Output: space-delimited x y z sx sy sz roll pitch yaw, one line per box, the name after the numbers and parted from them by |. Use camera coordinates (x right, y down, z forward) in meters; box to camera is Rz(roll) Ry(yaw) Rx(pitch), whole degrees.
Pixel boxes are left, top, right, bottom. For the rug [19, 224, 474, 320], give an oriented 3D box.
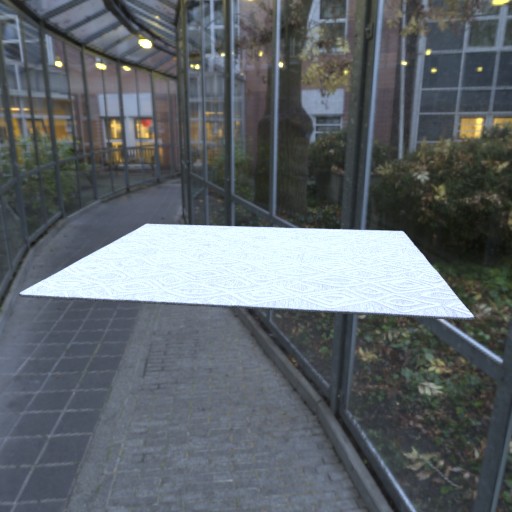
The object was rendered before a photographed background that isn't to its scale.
0.000 0.000 4.065 3.049 0.025 2.449 2 16 7 | rug
